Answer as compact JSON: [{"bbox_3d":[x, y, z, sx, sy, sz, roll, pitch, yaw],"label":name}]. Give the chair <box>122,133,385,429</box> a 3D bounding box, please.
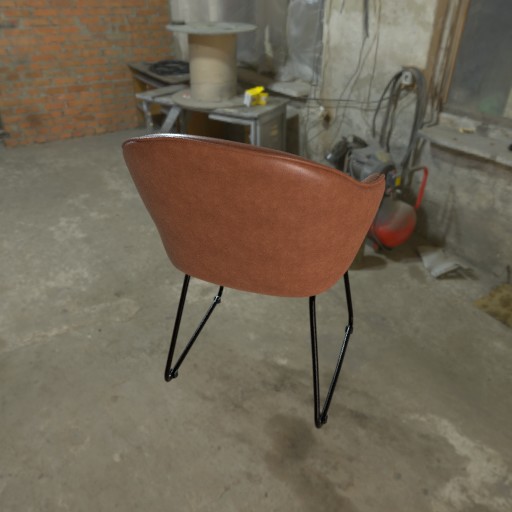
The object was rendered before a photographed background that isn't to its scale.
[{"bbox_3d":[0.000,0.000,1.161,0.582,0.785,0.580,11,33,16],"label":"chair"}]
